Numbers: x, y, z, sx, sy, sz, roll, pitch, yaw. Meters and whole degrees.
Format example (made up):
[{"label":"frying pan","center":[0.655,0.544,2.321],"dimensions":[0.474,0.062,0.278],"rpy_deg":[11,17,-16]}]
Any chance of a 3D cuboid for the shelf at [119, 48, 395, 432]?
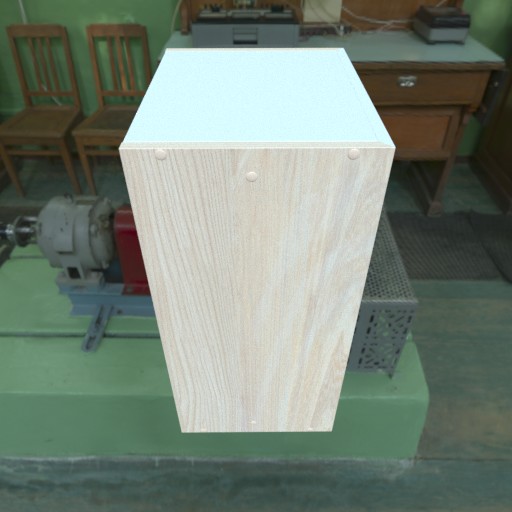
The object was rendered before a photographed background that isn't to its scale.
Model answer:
[{"label":"shelf","center":[0.000,0.000,0.791],"dimensions":[0.290,0.600,0.350],"rpy_deg":[0,41,0]}]
